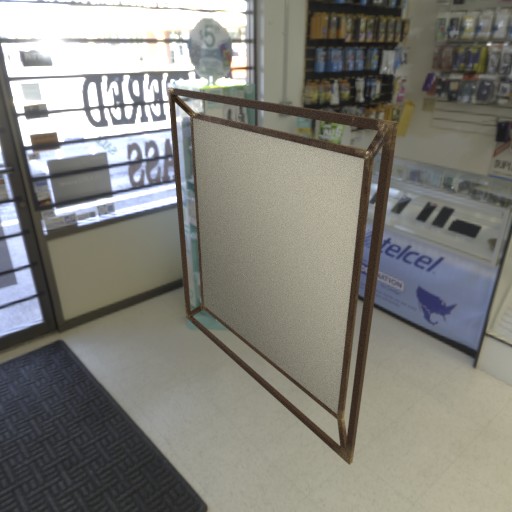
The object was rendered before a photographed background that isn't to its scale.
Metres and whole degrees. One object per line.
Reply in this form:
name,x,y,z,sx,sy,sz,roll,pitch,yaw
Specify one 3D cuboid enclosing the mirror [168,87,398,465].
mirror,0.000,0.000,0.911,0.032,0.610,0.610,-18,31,-33
